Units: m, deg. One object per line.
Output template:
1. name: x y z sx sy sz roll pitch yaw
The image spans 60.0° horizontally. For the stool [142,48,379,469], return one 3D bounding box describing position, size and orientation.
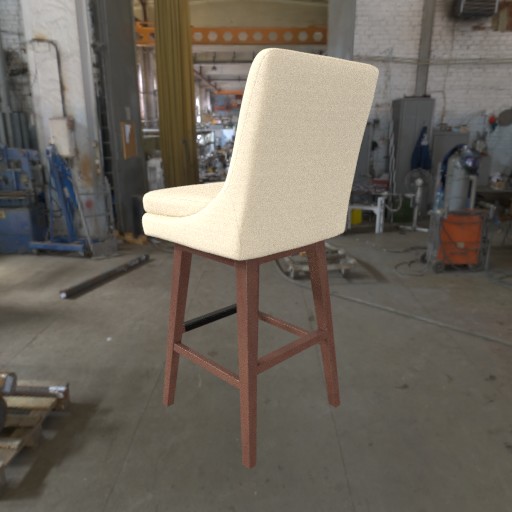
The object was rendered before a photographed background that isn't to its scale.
1. stool: 0.000 0.000 1.381 0.483 1.093 0.559 -15 22 -42
